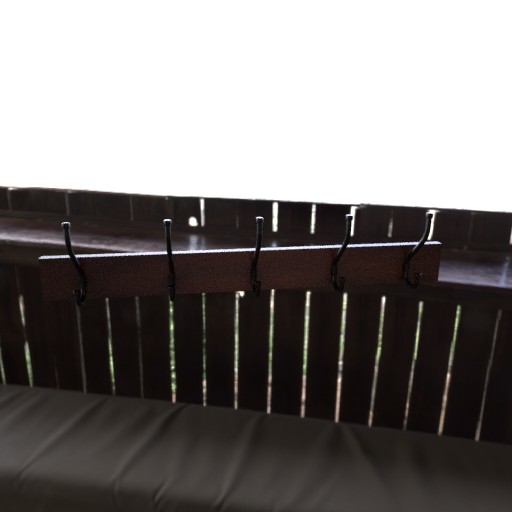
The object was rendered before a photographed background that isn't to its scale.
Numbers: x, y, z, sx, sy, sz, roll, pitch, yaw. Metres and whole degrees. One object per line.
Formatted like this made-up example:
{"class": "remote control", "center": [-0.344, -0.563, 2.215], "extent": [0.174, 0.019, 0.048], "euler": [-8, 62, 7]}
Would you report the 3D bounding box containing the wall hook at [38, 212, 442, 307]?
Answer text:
{"class": "wall hook", "center": [0.000, 0.000, 0.604], "extent": [0.571, 0.117, 0.071], "euler": [-2, 15, -8]}
